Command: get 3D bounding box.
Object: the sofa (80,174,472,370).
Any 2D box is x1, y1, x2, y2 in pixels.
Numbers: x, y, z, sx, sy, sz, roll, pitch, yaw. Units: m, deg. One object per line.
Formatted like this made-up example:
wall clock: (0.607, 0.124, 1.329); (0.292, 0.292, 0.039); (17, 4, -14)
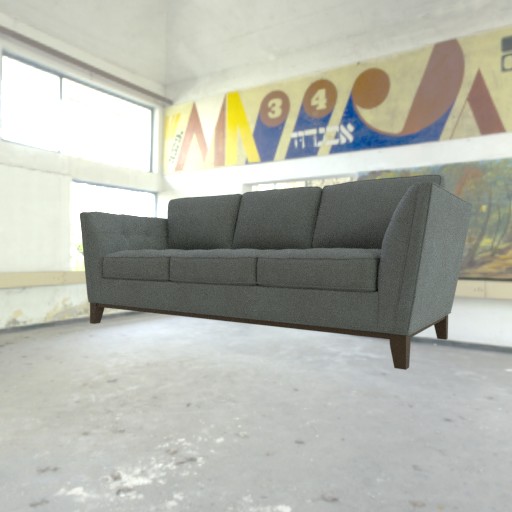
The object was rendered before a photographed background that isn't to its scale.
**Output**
sofa: (0.000, 0.000, 2.850); (2.387, 0.940, 0.965); (0, 0, 35)
